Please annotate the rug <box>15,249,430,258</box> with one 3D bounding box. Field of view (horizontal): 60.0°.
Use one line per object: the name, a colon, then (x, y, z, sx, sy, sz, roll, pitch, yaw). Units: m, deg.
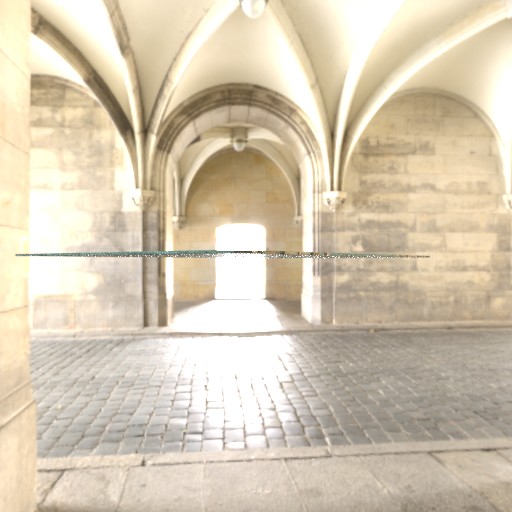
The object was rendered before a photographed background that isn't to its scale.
rug: (0.000, 0.000, 2.254, 1.212, 0.010, 1.811, 0, -1, 37)
